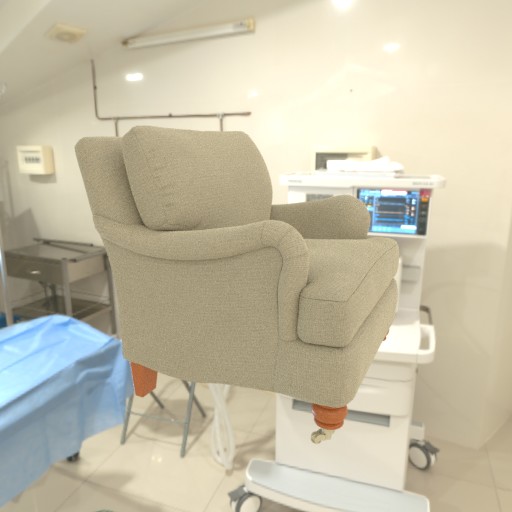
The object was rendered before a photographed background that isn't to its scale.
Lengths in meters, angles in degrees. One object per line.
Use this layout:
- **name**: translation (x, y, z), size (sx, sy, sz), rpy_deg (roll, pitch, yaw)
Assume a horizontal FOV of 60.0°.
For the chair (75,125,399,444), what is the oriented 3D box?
- **chair**: translation (0.000, 0.000, 1.865), size (1.070, 1.038, 0.955), rpy_deg (7, 16, 26)
